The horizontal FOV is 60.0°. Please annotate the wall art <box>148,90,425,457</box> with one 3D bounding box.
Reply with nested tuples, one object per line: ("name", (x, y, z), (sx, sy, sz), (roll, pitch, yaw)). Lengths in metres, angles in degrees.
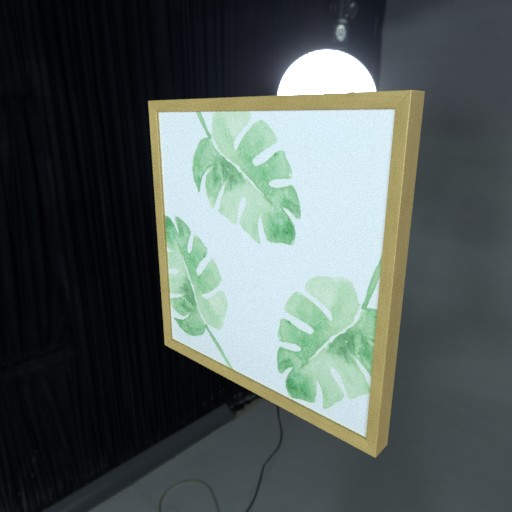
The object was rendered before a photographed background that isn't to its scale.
("wall art", (0.000, 0.000, 0.751), (0.508, 0.508, 0.038), (15, 23, 40))
